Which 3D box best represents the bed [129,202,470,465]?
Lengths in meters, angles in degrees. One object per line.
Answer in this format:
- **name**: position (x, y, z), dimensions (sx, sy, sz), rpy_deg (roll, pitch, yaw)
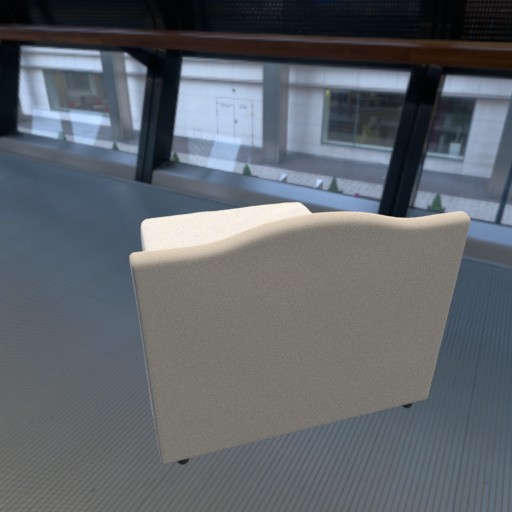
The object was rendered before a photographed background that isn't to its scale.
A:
- **bed**: position (0.000, 0.000, 3.297), dimensions (1.753, 1.460, 2.143), rpy_deg (-8, 29, -15)
